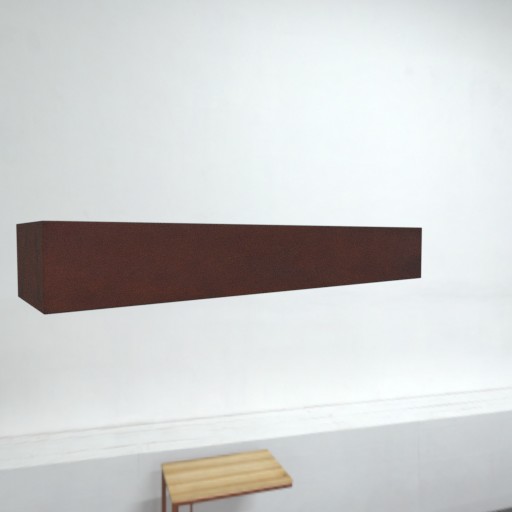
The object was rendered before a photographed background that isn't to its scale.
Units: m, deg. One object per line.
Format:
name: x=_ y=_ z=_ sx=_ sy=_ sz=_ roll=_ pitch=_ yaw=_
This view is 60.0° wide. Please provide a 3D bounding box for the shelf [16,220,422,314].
shelf: x=0.000 y=0.000 z=0.655 sx=0.607 sy=0.088 sz=0.152 roll=-2 pitch=3 yaw=-36
